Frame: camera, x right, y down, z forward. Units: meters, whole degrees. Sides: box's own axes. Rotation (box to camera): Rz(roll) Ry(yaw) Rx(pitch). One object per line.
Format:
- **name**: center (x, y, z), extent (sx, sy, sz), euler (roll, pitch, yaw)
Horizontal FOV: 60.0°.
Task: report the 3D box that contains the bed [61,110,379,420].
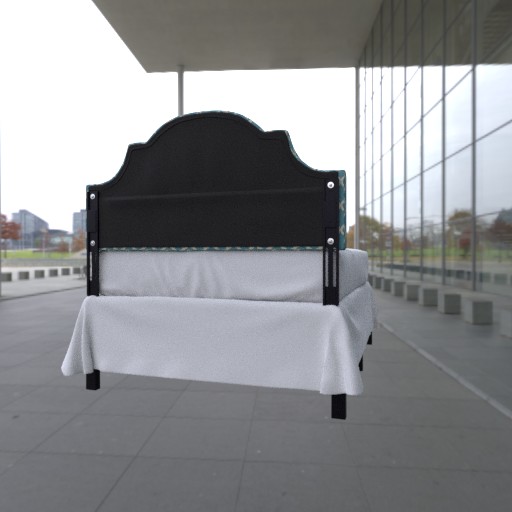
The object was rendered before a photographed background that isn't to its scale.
- **bed**: center (0.000, 0.000, 3.396), extent (1.780, 1.633, 2.222), euler (0, 0, 18)
